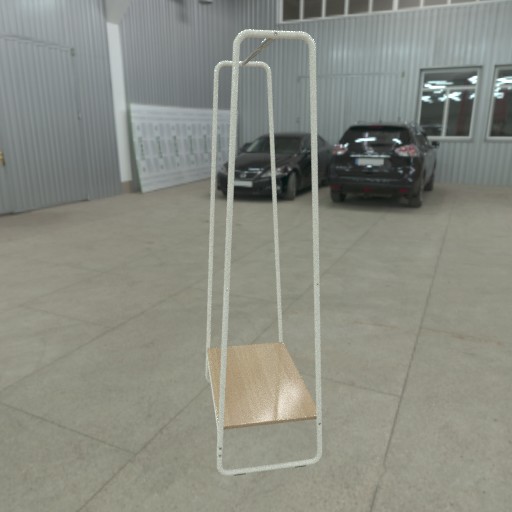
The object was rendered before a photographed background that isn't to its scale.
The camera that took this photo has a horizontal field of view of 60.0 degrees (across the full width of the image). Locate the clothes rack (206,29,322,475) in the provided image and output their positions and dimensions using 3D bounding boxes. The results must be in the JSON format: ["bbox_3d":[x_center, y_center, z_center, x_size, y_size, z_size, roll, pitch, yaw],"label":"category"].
[{"bbox_3d":[0.000,0.000,1.752,0.400,1.500,0.640,-3,16,-10],"label":"clothes rack"}]
